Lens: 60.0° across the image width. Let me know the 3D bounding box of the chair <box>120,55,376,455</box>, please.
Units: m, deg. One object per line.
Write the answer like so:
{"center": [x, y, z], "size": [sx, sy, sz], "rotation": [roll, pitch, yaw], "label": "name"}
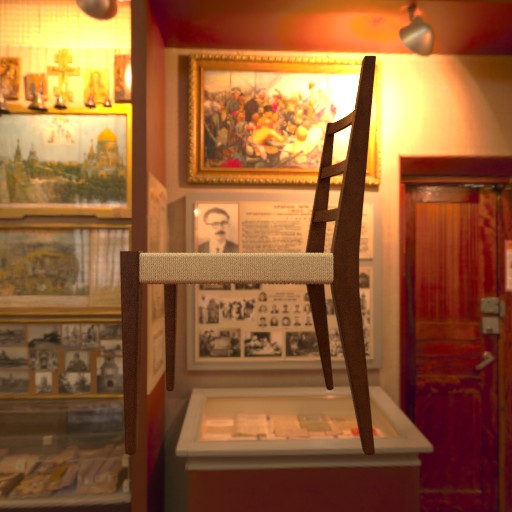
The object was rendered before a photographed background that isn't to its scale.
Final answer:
{"center": [0.000, 0.000, 1.128], "size": [0.551, 0.813, 0.480], "rotation": [0, -1, -1], "label": "chair"}
